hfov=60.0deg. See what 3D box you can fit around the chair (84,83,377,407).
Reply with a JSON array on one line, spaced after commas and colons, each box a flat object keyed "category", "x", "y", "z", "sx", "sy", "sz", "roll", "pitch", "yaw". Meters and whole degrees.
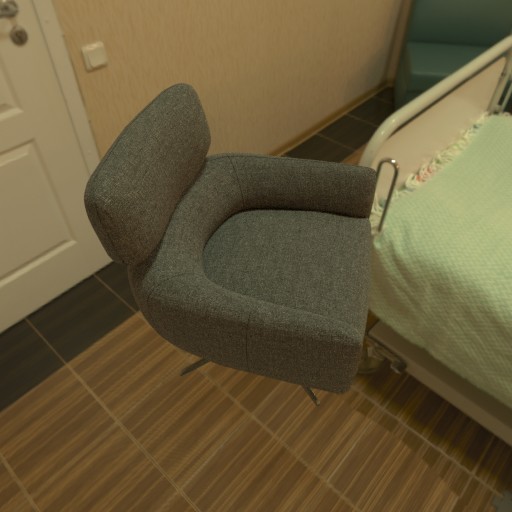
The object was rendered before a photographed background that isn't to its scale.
[{"category": "chair", "x": 0.000, "y": 0.000, "z": 1.353, "sx": 0.715, "sy": 0.812, "sz": 0.706, "roll": 10, "pitch": 47, "yaw": 9}]
